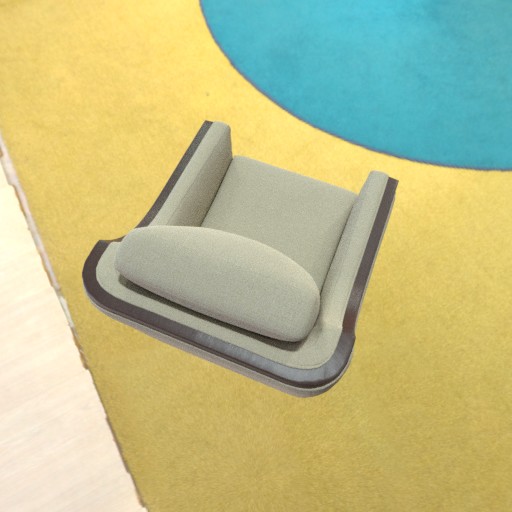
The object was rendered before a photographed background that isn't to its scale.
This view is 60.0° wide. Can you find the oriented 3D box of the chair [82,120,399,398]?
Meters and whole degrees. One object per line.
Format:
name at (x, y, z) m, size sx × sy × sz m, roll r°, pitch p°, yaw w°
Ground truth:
chair at (0.000, 0.000, 1.715) m, size 0.870 × 0.930 × 0.950 m, roll 20°, pitch 65°, yaw 10°
